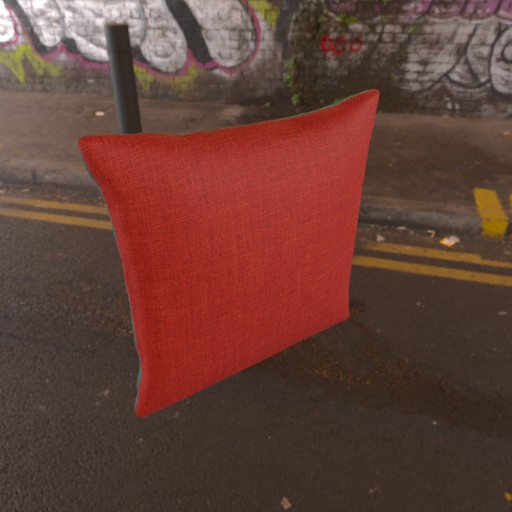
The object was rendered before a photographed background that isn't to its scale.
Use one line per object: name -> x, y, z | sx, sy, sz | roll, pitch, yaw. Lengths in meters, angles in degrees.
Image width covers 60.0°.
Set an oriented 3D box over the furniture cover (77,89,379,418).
furniture cover -> 0.000, 0.000, 0.781 | 0.517, 0.508, 0.158 | -19, 36, -29
